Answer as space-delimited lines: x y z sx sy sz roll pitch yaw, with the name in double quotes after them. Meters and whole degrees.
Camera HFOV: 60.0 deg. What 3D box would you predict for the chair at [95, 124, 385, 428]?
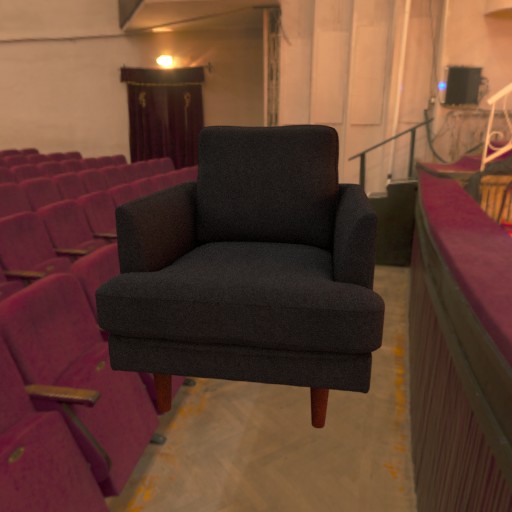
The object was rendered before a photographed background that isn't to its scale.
0.000 0.000 1.669 0.858 0.957 0.899 3 16 9 "chair"
